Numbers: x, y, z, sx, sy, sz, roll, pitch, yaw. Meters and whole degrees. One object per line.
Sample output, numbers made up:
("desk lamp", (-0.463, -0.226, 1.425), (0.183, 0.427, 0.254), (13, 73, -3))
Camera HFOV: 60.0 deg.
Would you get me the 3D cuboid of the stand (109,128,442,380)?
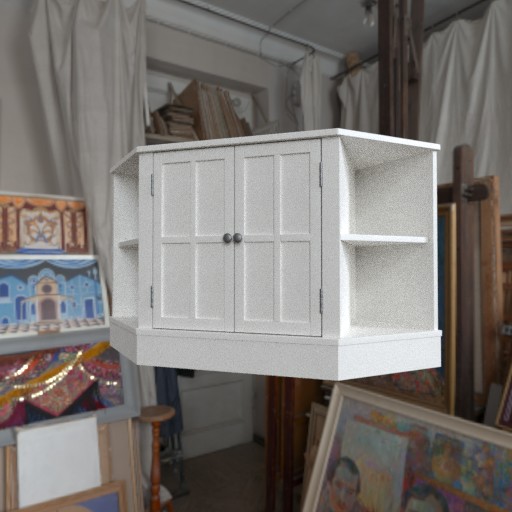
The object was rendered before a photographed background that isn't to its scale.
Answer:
("stand", (0.000, 0.000, 1.385), (1.072, 0.614, 0.477), (0, -1, 18))
